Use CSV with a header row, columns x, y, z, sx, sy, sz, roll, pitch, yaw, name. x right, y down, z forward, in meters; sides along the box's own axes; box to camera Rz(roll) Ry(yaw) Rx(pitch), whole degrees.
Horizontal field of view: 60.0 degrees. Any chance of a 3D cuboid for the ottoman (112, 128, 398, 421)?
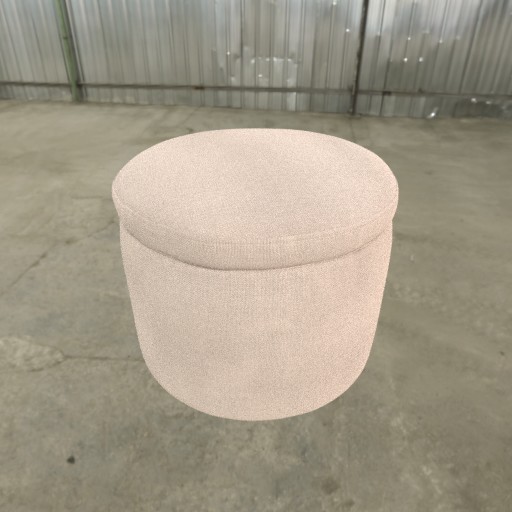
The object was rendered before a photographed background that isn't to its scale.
x,y,z,sx,sy,sz,roll,pitch,yaw,name
0.000,0.000,0.872,0.497,0.409,0.497,0,31,0,ottoman
